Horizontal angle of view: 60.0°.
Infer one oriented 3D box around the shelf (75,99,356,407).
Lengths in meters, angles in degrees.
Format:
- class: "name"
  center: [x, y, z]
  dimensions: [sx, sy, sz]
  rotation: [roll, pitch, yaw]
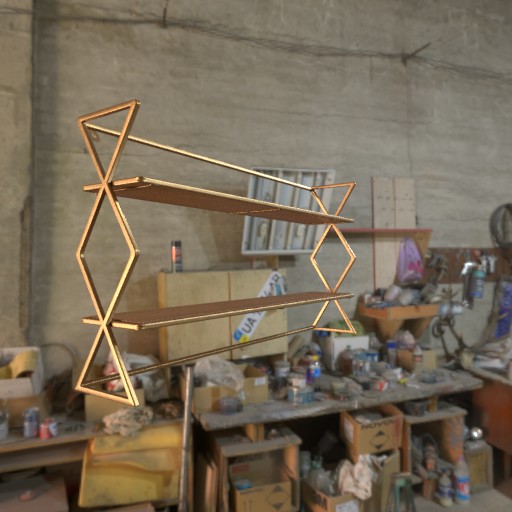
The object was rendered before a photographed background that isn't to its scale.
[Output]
- class: "shelf"
  center: [0.000, 0.000, 1.024]
  dimensions: [0.150, 0.450, 0.822]
  rotation: [-1, -1, 35]
